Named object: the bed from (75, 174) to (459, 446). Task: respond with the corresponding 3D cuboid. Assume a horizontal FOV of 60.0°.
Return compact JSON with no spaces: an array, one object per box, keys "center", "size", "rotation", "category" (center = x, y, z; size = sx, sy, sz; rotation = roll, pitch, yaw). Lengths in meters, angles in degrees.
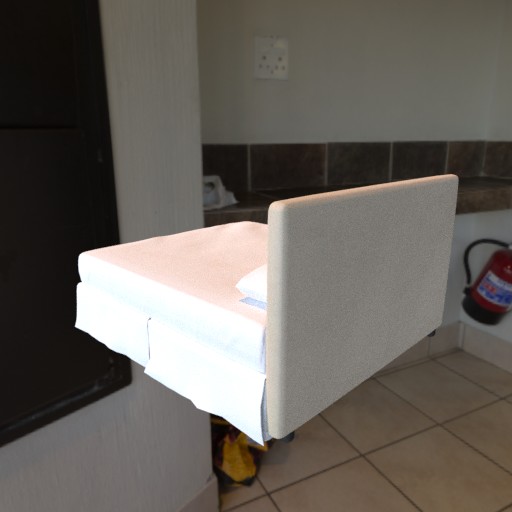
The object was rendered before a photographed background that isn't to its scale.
[{"center":[0.000,0.000,3.569],"size":[2.319,1.317,2.119],"rotation":[14,21,42],"category":"bed"}]
